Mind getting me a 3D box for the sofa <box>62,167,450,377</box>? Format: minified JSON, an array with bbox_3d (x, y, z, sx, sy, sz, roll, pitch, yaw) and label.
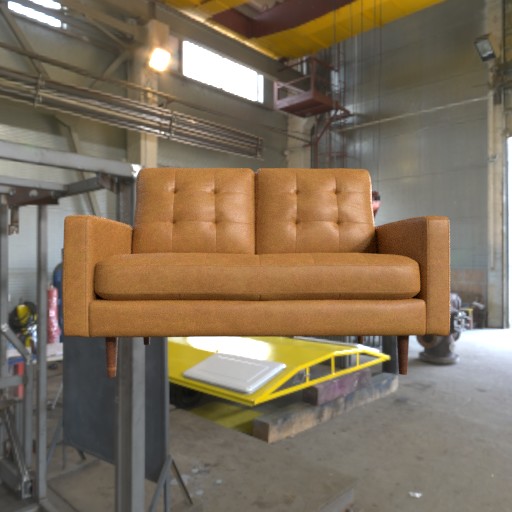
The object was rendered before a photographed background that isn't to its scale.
[{"bbox_3d":[0.000,0.000,1.993,1.430,0.898,0.868,0,0,-2],"label":"sofa"}]
